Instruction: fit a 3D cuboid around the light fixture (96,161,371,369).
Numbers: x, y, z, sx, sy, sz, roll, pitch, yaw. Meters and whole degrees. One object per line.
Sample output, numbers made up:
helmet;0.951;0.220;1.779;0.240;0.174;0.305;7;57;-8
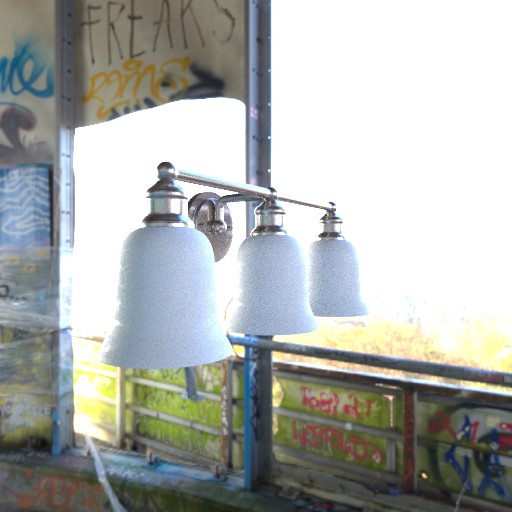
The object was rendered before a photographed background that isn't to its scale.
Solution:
light fixture;0.000;0.000;0.674;0.198;0.211;0.570;0;0;34
